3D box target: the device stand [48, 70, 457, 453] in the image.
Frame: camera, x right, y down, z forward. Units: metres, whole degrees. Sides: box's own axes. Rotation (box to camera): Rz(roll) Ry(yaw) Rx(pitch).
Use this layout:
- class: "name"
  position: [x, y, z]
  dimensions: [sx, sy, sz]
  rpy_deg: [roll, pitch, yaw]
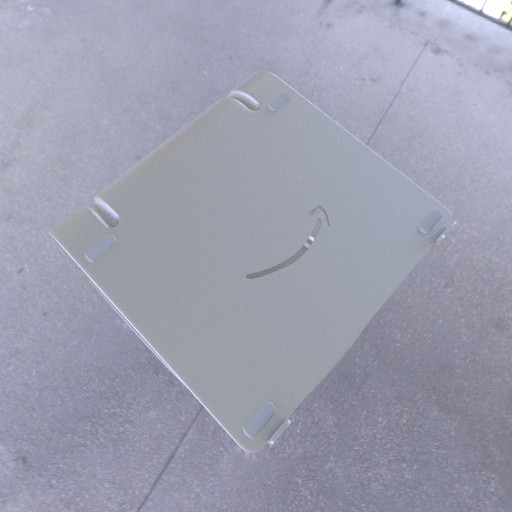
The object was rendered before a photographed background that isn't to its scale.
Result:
- class: "device stand"
  position: [0.000, 0.000, 0.407]
  dimensions: [0.236, 0.155, 0.256]
  rpy_deg: [39, 70, 18]
